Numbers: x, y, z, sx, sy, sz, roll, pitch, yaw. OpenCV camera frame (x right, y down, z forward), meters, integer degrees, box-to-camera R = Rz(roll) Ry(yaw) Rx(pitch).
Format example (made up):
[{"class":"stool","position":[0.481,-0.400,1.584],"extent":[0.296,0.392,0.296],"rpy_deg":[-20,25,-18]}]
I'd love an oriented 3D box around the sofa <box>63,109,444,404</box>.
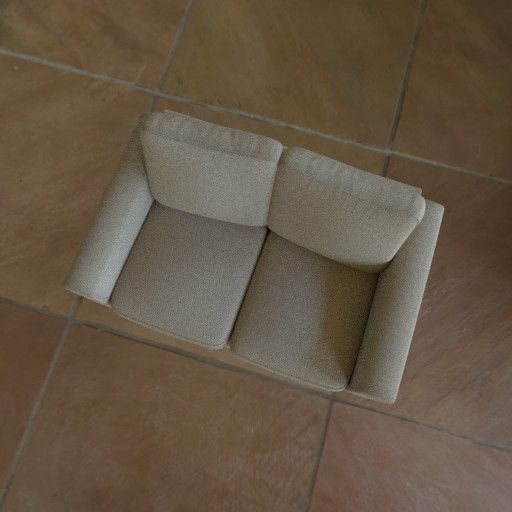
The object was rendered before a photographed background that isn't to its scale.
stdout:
[{"class":"sofa","position":[0.000,0.000,2.229],"extent":[1.616,0.873,1.016],"rpy_deg":[19,76,5]}]
